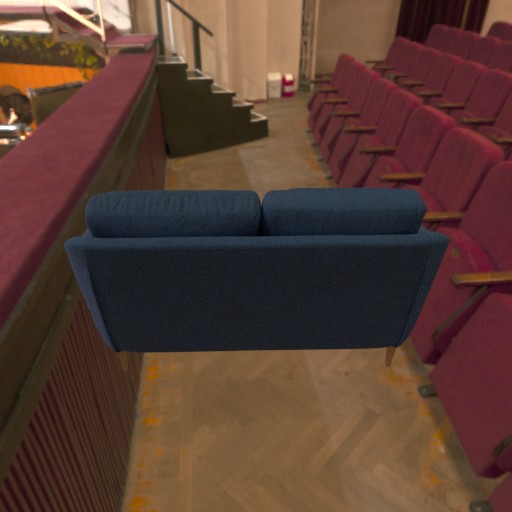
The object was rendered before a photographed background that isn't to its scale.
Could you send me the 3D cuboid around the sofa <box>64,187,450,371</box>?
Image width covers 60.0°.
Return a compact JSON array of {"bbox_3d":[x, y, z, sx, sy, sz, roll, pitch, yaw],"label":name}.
[{"bbox_3d":[0.000,0.000,2.164,1.619,0.902,0.960,-1,32,-1],"label":"sofa"}]
